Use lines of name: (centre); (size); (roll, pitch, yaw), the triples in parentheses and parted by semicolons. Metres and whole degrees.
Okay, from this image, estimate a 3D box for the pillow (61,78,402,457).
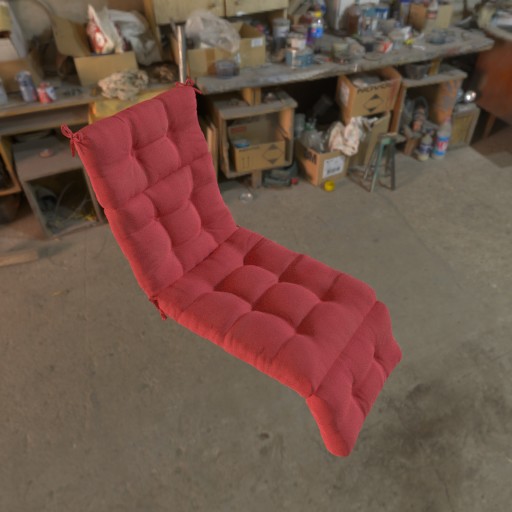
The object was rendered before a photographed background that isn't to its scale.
pillow: (0.000, 0.000, 1.462); (1.016, 0.863, 0.526); (24, 46, 26)
